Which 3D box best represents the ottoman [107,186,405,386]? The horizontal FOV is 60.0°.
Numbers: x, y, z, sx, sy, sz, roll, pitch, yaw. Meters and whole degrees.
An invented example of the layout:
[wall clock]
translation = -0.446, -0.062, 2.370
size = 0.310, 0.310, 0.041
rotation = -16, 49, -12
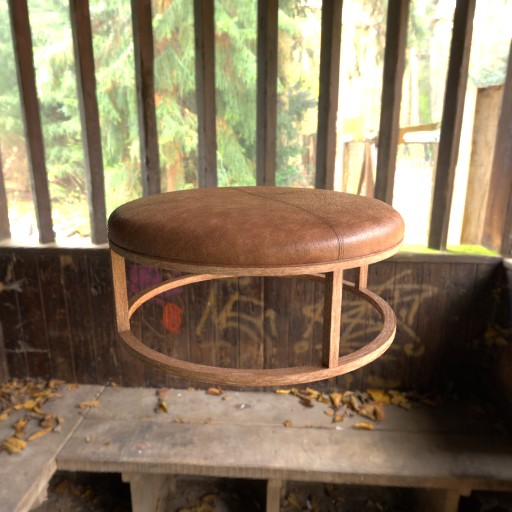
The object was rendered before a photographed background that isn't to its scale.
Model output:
[ottoman]
translation = 0.000, 0.000, 1.595
size = 1.006, 0.445, 1.006
rotation = 0, 15, 0
